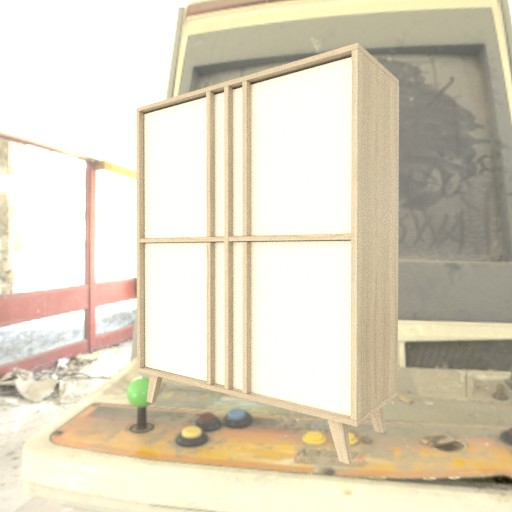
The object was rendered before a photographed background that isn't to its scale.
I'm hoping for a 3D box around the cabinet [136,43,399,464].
[{"bbox_3d":[0.000,0.000,1.926,1.111,1.388,0.398,1,1,36],"label":"cabinet"}]
